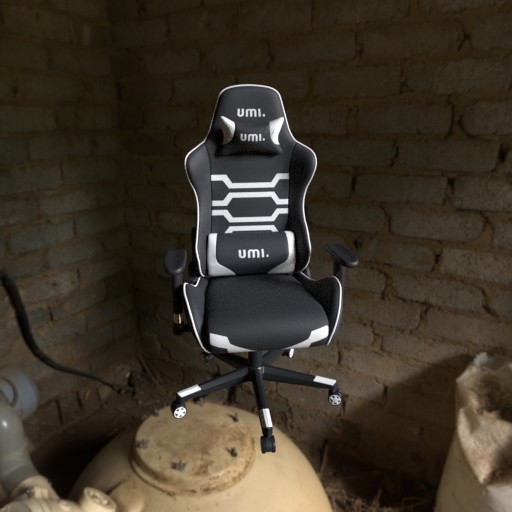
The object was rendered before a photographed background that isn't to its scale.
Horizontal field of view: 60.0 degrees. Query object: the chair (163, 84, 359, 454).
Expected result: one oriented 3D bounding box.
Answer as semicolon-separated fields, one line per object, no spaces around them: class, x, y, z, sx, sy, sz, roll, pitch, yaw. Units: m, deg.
chair;0.000;0.000;1.675;0.700;1.240;0.700;-2;17;-7
